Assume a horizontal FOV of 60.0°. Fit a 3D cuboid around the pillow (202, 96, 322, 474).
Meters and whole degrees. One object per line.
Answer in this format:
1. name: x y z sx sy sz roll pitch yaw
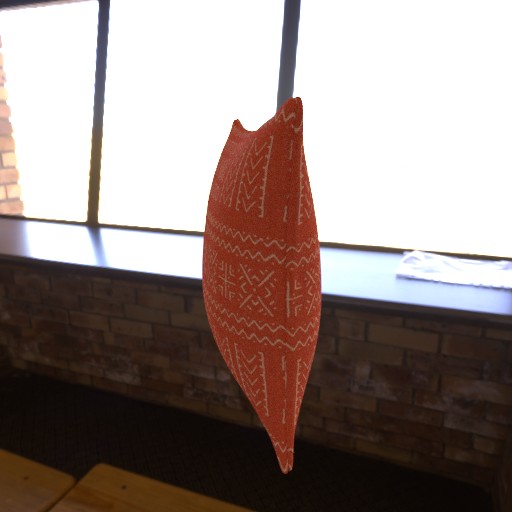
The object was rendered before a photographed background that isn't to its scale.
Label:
1. pillow: 0.000 0.000 0.682 0.164 0.429 0.438 -3 15 -10
